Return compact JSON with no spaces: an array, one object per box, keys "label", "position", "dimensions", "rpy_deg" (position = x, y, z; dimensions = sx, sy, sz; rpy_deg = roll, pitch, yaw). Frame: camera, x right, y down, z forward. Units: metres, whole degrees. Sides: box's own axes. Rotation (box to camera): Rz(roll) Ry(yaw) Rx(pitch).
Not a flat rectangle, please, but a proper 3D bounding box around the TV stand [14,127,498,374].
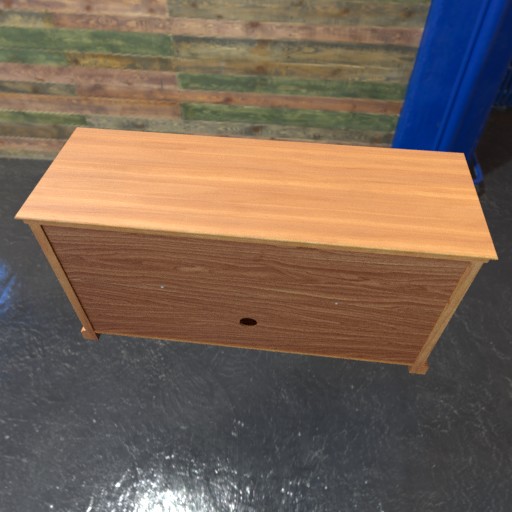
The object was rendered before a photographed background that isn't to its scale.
[{"label":"TV stand","position":[0.000,0.000,1.430],"dimensions":[1.181,0.607,0.417],"rpy_deg":[5,49,4]}]
